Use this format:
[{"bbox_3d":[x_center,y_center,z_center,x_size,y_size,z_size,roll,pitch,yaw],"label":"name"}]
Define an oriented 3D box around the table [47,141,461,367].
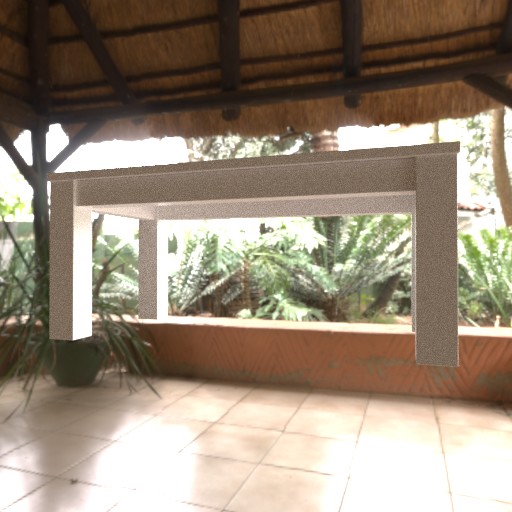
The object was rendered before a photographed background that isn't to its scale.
[{"bbox_3d":[0.000,0.000,2.251,1.800,0.790,0.900,0,-1,18],"label":"table"}]
